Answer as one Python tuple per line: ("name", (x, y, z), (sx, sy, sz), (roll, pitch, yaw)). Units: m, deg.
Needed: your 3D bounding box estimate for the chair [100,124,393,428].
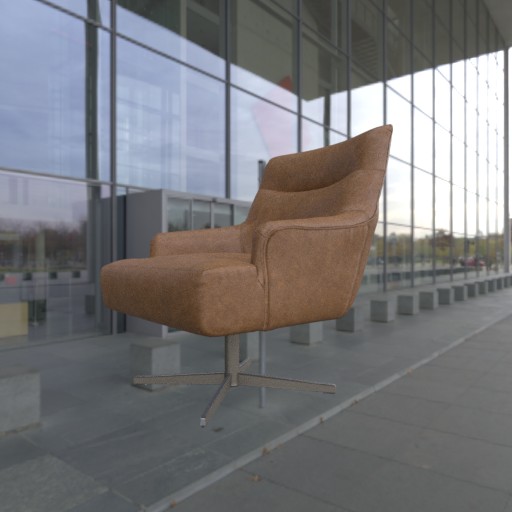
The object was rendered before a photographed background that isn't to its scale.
("chair", (0.000, 0.000, 1.507), (0.874, 0.869, 0.729), (0, 0, -36))
